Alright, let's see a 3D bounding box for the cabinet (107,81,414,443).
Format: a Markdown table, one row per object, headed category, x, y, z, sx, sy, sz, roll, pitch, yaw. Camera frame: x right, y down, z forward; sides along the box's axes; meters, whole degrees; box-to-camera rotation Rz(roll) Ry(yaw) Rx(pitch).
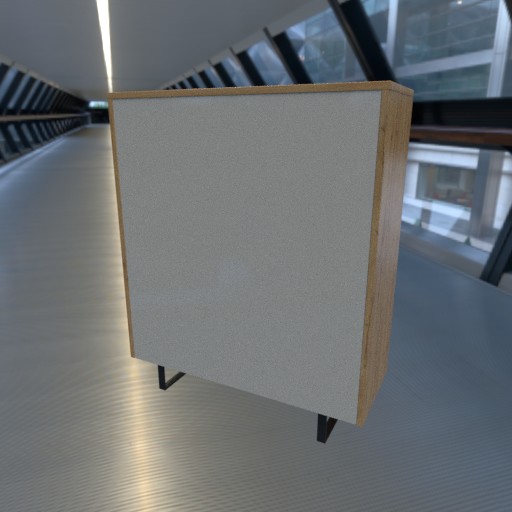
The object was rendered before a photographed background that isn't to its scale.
| category | x | y | z | sx | sy | sz | roll | pitch | yaw |
| --- | --- | --- | --- | --- | --- | --- | --- | --- | --- |
| cabinet | 0.000 | 0.000 | 2.006 | 1.168 | 1.397 | 0.473 | 8 | 19 | 26 |
